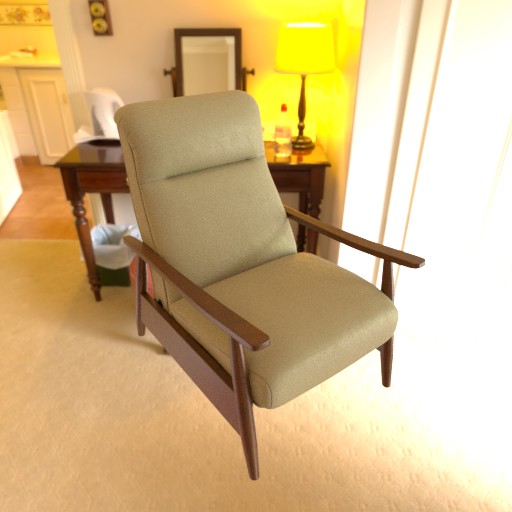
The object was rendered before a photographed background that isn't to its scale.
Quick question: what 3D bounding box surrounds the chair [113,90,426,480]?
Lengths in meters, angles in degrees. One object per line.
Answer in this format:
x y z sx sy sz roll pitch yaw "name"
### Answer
0.000 0.000 1.761 0.762 1.082 1.014 -21 36 -31 "chair"
